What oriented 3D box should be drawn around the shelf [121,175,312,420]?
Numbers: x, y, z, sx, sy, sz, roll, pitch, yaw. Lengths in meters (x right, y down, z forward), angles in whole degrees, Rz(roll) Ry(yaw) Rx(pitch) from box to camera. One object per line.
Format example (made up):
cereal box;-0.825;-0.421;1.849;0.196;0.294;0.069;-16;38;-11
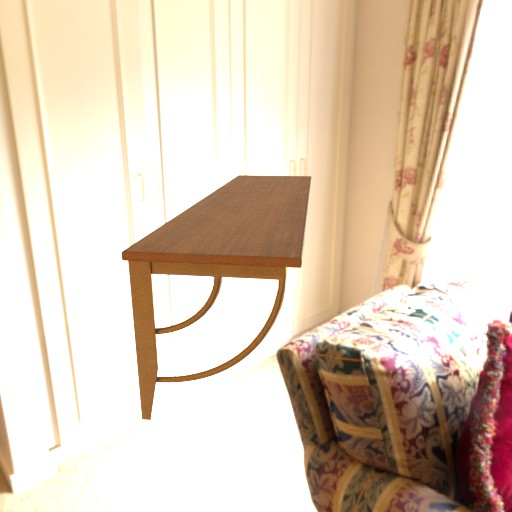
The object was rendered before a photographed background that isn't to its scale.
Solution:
shelf;0.000;0.000;0.726;0.166;0.190;0.636;2;17;7
